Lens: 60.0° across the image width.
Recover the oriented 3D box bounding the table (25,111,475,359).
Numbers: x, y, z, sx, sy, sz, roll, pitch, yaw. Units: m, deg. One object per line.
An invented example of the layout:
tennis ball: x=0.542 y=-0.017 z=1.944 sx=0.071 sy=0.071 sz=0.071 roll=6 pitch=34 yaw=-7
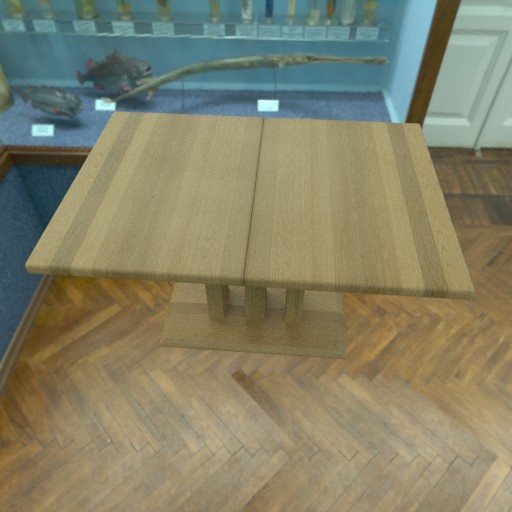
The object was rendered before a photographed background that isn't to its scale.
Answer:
table: x=0.000 y=0.000 z=1.851 sx=1.300 sy=0.770 sz=0.900 roll=3 pitch=47 yaw=3
